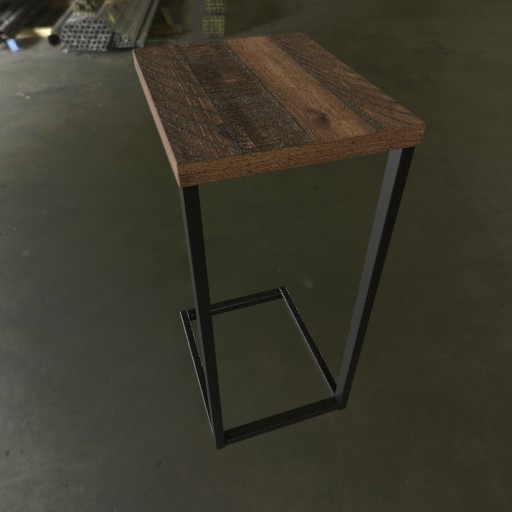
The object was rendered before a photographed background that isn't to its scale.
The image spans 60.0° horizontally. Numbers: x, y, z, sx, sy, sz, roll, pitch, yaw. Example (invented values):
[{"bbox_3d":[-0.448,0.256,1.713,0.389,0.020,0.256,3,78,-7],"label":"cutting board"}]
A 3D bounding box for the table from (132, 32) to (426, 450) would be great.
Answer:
[{"bbox_3d":[0.000,0.000,0.912,0.323,0.718,0.414,-12,44,-13],"label":"table"}]
